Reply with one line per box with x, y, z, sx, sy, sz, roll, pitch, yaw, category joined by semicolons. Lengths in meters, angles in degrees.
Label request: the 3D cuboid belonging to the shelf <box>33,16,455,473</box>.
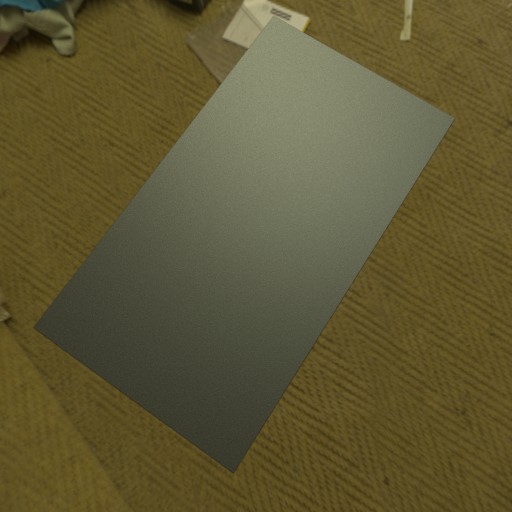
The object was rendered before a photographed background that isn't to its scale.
0.000;0.000;1.326;0.498;0.749;0.902;33;79;7;shelf
